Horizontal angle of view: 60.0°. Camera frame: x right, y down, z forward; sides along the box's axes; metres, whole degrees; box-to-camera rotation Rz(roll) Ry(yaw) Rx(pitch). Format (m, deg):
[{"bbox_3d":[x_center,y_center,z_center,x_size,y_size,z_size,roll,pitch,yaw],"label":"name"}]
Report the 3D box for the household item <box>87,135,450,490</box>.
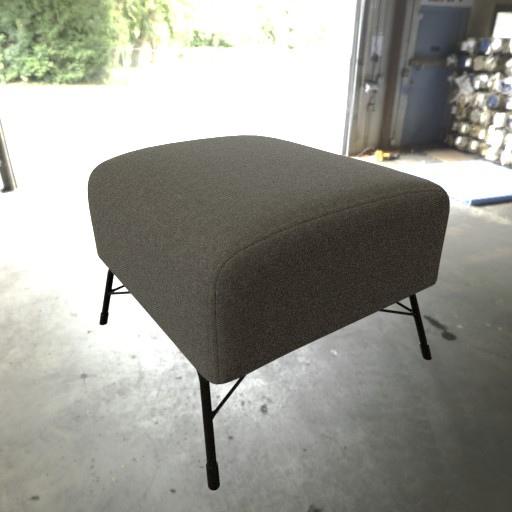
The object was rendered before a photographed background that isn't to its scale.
[{"bbox_3d":[0.000,0.000,0.890,0.530,0.410,0.530,-17,31,-31],"label":"household item"}]
